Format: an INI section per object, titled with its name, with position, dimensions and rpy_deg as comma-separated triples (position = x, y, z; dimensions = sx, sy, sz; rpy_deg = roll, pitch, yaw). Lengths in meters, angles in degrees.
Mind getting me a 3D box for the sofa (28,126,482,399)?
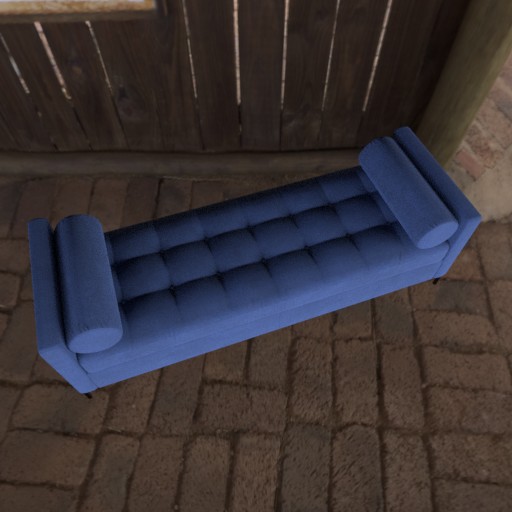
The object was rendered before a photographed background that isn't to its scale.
[sofa]
position = 0.000, 0.000, 2.273
dimensions = 1.981, 0.635, 0.686
rpy_deg = -16, 57, -11
